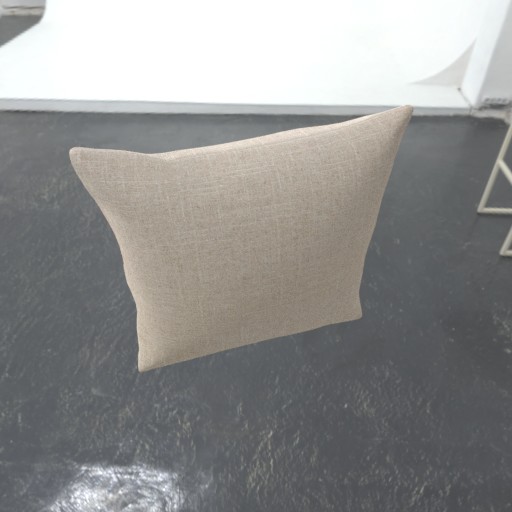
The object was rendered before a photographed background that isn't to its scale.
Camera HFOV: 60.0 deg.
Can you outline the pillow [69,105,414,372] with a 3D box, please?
[{"bbox_3d":[0.000,0.000,0.641,0.414,0.399,0.173,-11,42,-13],"label":"pillow"}]
